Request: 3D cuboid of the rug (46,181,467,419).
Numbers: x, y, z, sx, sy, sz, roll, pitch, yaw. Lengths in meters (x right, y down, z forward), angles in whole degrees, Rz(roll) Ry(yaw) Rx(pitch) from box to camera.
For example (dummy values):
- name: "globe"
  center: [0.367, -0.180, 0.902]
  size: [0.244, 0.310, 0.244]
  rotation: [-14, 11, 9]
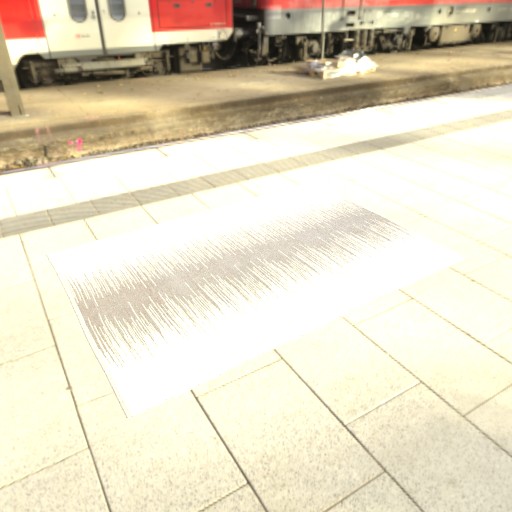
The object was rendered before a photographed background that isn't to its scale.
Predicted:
- name: "rug"
  center: [0.000, 0.000, 2.294]
  size: [1.815, 0.007, 1.226]
  rotation: [-19, 36, -28]
